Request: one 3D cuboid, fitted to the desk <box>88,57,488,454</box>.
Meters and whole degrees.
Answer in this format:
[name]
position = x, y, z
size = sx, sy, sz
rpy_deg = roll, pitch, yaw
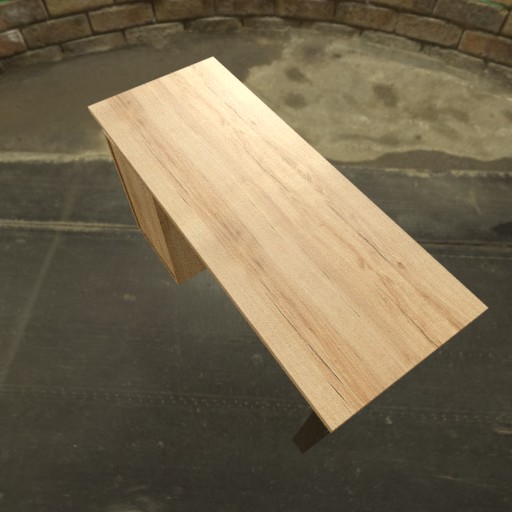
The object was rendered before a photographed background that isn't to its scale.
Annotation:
[desk]
position = 0.000, 0.000, 1.740
size = 0.550, 0.760, 1.400
rpy_deg = -30, 62, -18
